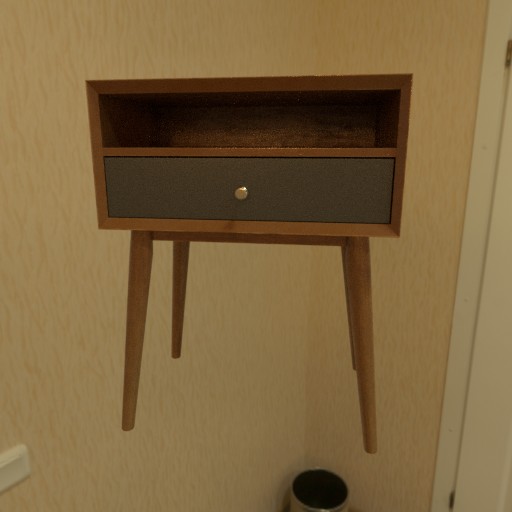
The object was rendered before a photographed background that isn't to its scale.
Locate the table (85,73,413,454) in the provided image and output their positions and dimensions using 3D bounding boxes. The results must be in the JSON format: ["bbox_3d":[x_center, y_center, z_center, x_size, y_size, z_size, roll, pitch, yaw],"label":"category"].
[{"bbox_3d":[0.000,0.000,0.819,0.454,0.580,0.307,2,14,8],"label":"table"}]
